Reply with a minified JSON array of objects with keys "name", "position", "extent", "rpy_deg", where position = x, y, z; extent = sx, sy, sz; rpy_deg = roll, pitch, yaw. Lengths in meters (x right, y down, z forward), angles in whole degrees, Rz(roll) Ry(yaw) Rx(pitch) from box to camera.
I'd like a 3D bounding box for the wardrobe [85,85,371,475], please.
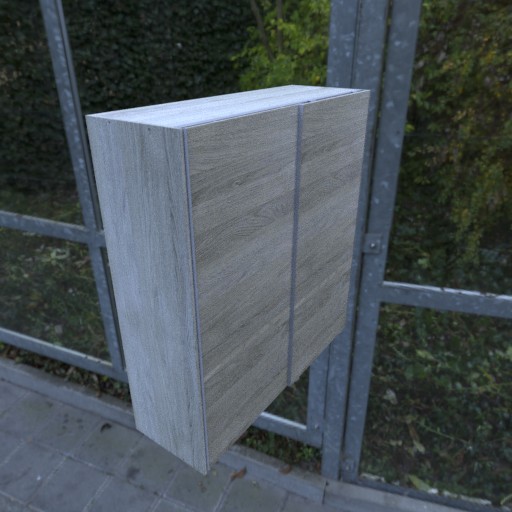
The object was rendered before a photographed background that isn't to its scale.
[{"name":"wardrobe","position":[0.000,0.000,2.919],"extent":[0.629,1.960,1.780],"rpy_deg":[17,31,31]}]
